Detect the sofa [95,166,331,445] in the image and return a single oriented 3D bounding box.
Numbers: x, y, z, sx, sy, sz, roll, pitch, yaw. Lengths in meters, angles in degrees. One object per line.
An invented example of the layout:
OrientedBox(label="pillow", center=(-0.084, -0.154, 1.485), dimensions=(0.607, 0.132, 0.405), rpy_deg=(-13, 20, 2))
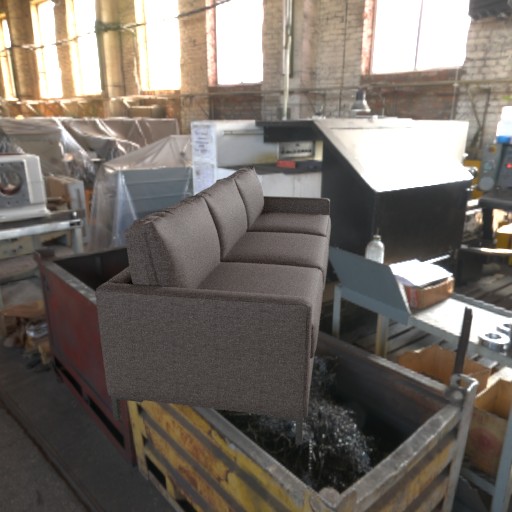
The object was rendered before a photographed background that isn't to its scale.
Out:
OrientedBox(label="sofa", center=(0.000, 0.000, 2.748), dimensions=(0.876, 0.882, 2.253), rpy_deg=(3, 18, 10))
